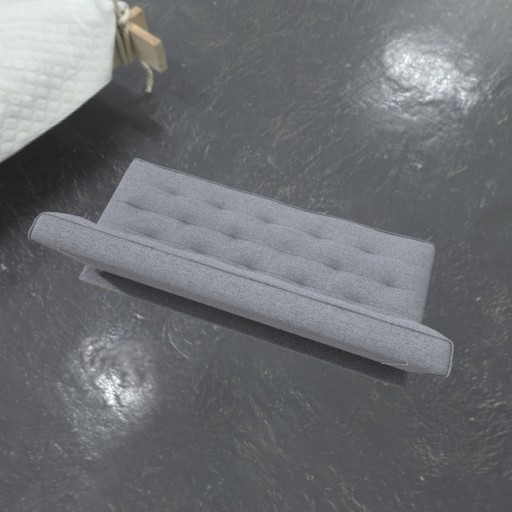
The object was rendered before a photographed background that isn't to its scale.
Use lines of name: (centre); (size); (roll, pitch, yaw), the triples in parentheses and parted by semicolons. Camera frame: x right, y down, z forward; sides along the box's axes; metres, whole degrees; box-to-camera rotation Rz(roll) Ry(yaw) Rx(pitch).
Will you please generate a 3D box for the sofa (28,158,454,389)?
sofa: (0.000, 0.000, 2.288); (1.820, 0.830, 0.810); (17, 66, 8)
